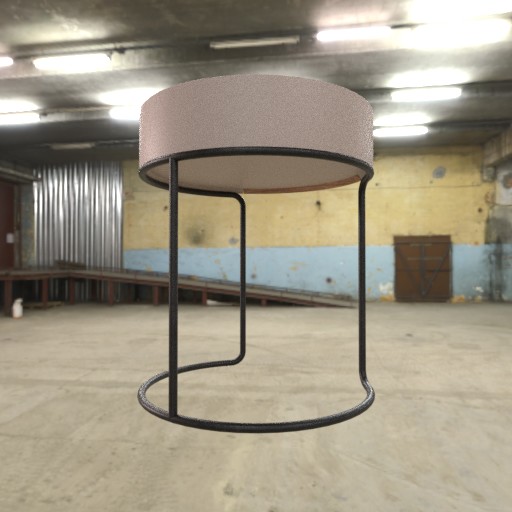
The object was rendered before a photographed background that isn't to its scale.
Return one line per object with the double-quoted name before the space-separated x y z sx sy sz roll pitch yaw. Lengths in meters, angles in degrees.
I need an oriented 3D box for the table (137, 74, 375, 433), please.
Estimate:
"table" 0.000 0.000 0.873 0.450 0.530 0.450 0 -1 0
